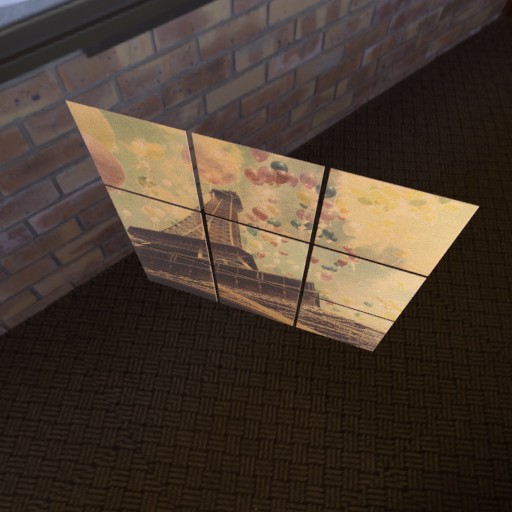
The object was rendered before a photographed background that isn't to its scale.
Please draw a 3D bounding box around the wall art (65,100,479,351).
[{"bbox_3d":[0.000,0.000,2.201,1.517,1.505,0.002,17,62,9],"label":"wall art"}]
